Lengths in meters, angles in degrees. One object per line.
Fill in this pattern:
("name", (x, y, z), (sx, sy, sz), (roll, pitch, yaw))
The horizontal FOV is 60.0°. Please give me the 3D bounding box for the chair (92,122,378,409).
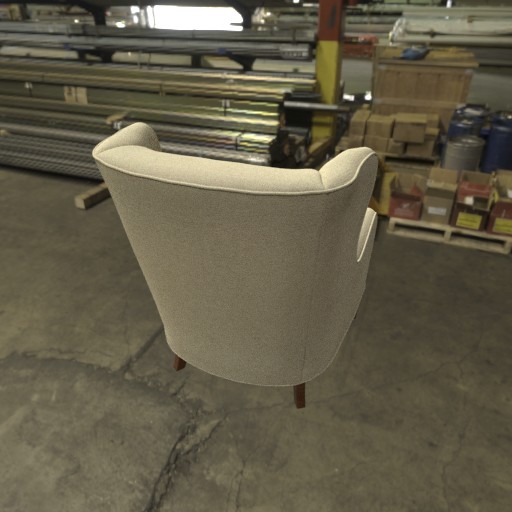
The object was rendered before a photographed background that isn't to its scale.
("chair", (0.000, 0.000, 1.753), (0.838, 1.040, 0.966), (12, 33, 18))
